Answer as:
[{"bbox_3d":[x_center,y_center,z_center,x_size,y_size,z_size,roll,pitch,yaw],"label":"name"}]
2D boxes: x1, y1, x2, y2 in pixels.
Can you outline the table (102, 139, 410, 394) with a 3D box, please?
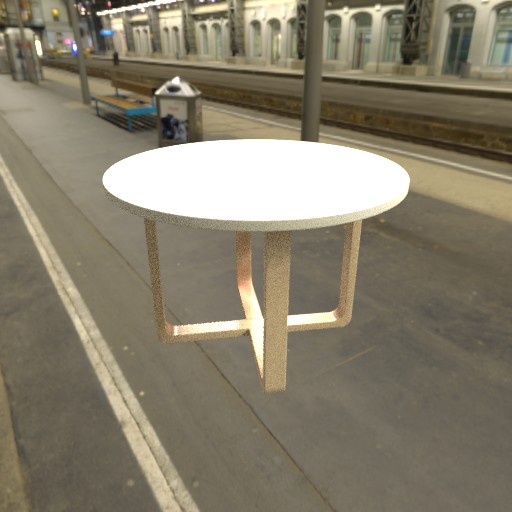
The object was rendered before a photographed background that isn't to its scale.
[{"bbox_3d":[0.000,0.000,0.992,0.600,0.400,0.600,0,25,0],"label":"table"}]
